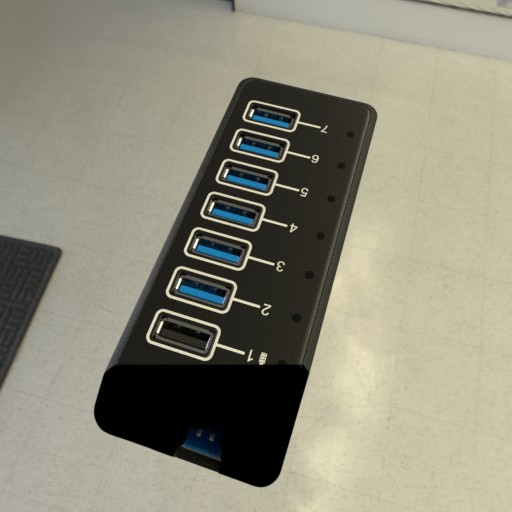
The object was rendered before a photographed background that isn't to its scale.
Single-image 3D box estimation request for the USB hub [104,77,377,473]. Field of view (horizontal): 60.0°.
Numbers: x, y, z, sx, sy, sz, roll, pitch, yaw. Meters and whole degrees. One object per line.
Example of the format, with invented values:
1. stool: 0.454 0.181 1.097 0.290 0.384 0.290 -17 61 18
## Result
1. USB hub: 0.000 0.000 0.125 0.044 0.023 0.110 16 65 8
